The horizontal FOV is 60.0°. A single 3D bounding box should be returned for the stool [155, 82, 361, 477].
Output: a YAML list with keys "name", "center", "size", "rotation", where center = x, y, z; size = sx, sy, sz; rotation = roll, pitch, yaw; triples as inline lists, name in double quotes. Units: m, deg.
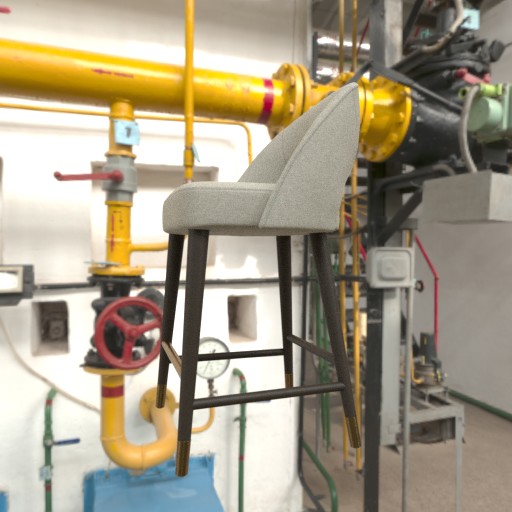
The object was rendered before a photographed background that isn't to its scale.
- name: "stool"
  center: [0.000, 0.000, 1.230]
  size: [0.509, 0.940, 0.494]
  rotation: [0, 1, -18]
